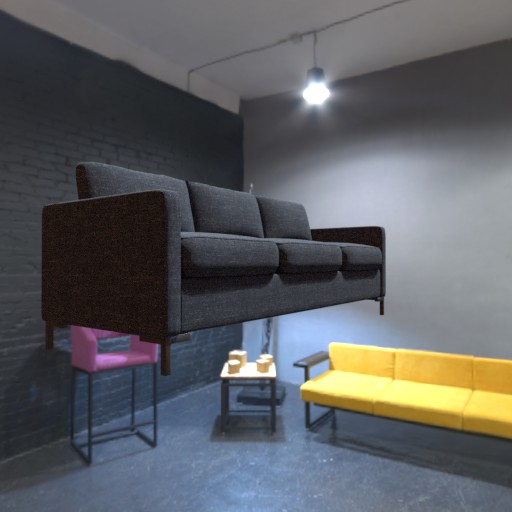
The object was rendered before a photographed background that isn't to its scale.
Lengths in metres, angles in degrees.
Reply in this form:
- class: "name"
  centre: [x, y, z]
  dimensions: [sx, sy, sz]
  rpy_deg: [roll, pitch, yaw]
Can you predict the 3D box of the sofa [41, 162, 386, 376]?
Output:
- class: "sofa"
  centre: [0.000, 0.000, 2.685]
  dimensions: [0.859, 0.874, 2.218]
  rpy_deg: [0, -1, 36]
